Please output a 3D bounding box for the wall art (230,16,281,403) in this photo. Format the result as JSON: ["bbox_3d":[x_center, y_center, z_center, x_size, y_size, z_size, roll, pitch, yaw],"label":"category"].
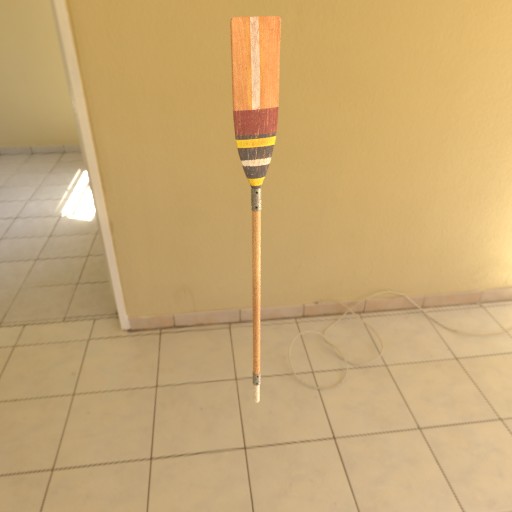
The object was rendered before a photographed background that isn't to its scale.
[{"bbox_3d":[0.000,0.000,1.634,0.146,1.556,0.038,-9,32,-15],"label":"wall art"}]
